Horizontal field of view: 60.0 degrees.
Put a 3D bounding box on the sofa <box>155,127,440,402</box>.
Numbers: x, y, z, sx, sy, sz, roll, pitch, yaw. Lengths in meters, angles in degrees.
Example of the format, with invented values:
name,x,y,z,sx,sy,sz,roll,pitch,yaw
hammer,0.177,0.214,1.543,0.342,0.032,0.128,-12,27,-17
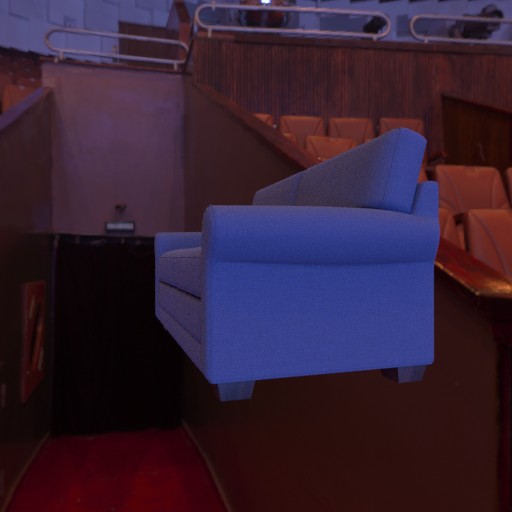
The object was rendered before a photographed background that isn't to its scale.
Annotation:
name,x,y,z,sx,sy,sz,roll,pitch,yaw
sofa,0.000,0.000,2.485,0.940,1.020,1.930,0,0,-18
